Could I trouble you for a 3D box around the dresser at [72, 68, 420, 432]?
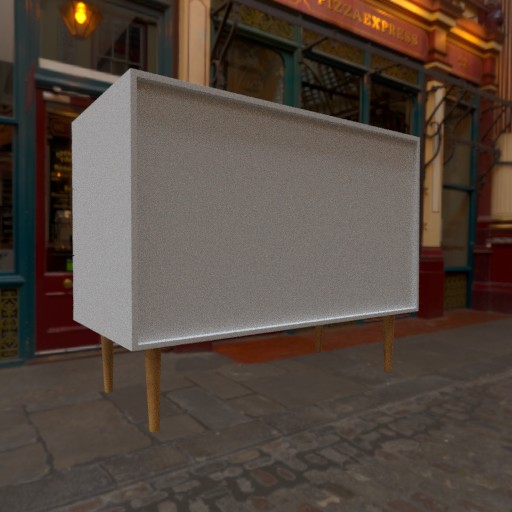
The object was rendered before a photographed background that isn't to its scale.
[{"bbox_3d":[0.000,0.000,1.285,0.905,0.721,0.457,-1,1,-36],"label":"dresser"}]
